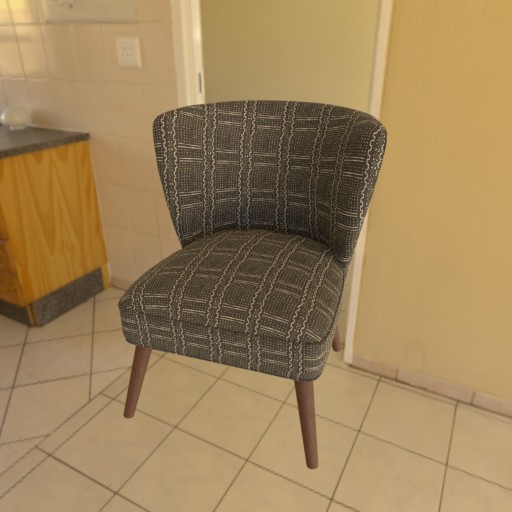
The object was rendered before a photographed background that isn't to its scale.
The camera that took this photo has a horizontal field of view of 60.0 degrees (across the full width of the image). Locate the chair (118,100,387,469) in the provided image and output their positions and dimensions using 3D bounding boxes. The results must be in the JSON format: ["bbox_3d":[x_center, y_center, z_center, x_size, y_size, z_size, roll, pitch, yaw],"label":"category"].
[{"bbox_3d":[0.000,0.000,1.416,0.710,0.866,0.758,8,27,16],"label":"chair"}]
